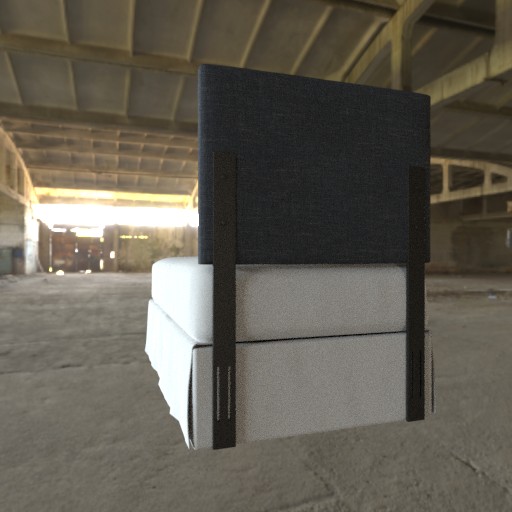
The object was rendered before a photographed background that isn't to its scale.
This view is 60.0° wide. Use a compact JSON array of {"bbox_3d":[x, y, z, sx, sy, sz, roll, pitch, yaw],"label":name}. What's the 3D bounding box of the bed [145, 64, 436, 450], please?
[{"bbox_3d":[0.000,0.000,2.890,1.261,1.571,1.997,0,0,-19],"label":"bed"}]
